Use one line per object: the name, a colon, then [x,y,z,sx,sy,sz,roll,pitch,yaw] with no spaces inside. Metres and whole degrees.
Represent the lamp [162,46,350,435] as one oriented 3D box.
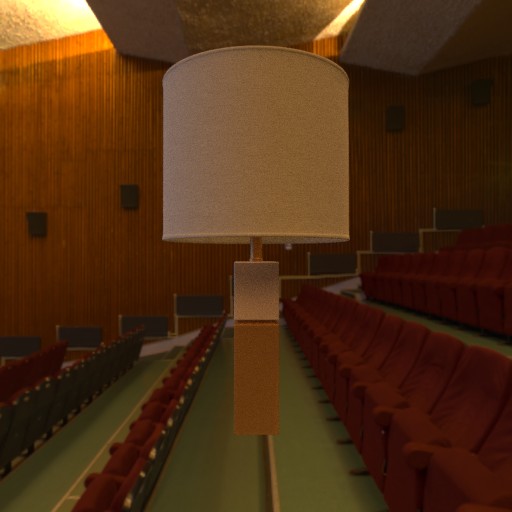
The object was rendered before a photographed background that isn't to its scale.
lamp: [0.000,0.000,0.554,0.229,0.417,0.229,0,0,-1]
